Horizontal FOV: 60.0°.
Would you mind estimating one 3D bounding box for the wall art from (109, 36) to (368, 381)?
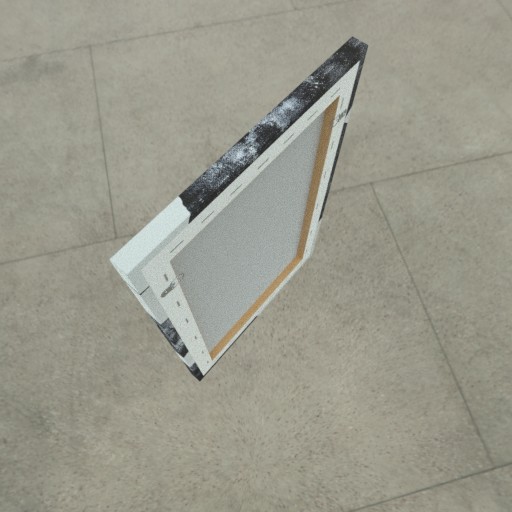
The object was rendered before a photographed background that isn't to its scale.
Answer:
[{"bbox_3d":[0.000,0.000,1.148,0.041,0.915,0.610,38,70,16],"label":"wall art"}]
